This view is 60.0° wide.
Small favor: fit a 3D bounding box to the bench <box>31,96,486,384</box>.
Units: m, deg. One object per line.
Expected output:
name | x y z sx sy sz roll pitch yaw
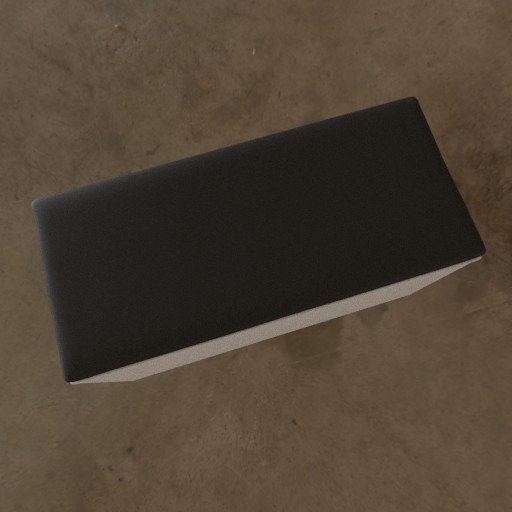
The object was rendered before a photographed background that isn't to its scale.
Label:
bench | 0.000 0.000 1.169 0.899 0.500 0.401 -16 76 -4
